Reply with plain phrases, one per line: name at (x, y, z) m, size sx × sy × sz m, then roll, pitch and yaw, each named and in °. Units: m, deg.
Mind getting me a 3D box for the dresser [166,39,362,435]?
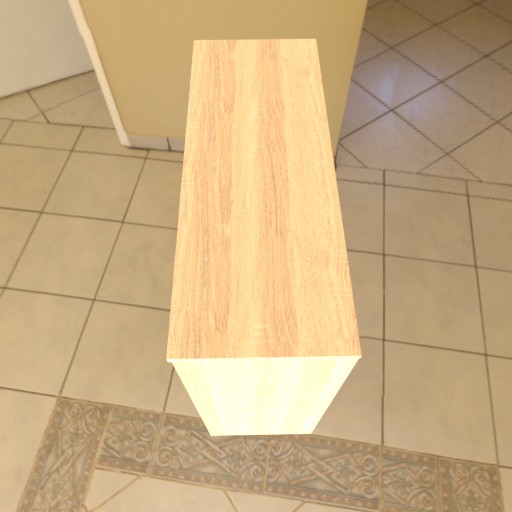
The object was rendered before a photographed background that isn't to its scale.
dresser at (0.000, 0.000, 1.469) m, size 0.380 × 0.900 × 0.980 m, roll -1°, pitch 59°, yaw -1°
